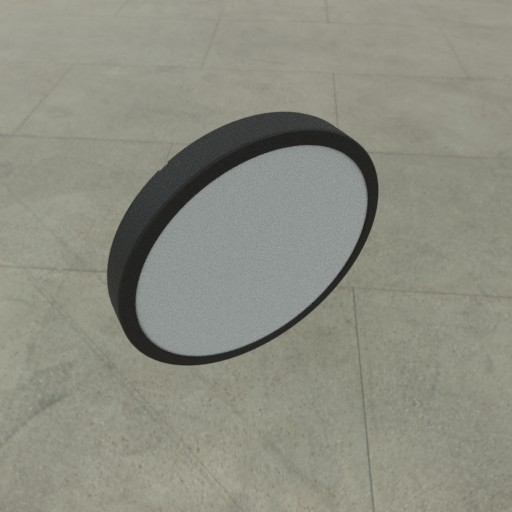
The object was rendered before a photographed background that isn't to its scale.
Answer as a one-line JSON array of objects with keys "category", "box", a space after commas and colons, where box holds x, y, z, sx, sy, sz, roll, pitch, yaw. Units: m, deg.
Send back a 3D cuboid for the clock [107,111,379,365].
[{"category": "clock", "box": [0.000, 0.000, 0.453, 0.293, 0.293, 0.040, -23, 51, -21]}]
